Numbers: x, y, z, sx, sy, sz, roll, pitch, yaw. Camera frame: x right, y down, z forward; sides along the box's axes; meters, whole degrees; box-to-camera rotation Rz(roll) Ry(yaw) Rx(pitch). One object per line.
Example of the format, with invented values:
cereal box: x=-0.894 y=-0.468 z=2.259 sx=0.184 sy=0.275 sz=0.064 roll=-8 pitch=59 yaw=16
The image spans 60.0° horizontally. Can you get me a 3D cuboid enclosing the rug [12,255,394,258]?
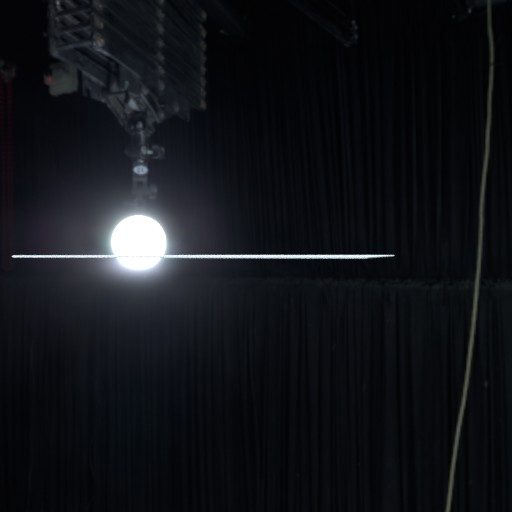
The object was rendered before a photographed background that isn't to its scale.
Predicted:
rug: x=0.000 y=0.000 z=2.698 sx=1.533 sy=0.010 sz=2.142 roll=0 pitch=0 yaw=19
